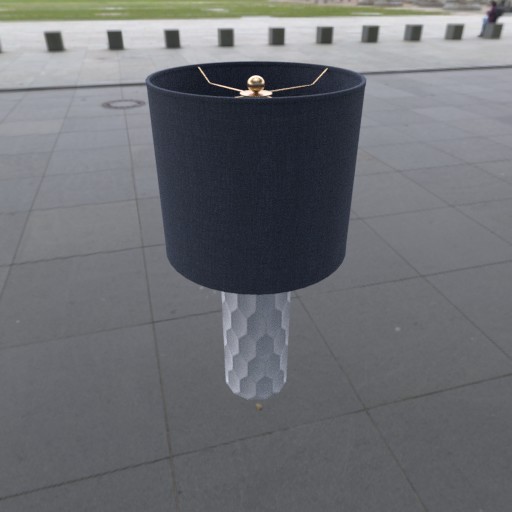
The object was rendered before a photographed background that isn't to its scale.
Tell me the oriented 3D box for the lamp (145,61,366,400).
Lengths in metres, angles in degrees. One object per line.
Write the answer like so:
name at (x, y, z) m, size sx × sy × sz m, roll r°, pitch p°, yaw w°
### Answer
lamp at (0.000, 0.000, 0.704) m, size 0.277 × 0.537 × 0.277 m, roll 0°, pitch 31°, yaw -1°
